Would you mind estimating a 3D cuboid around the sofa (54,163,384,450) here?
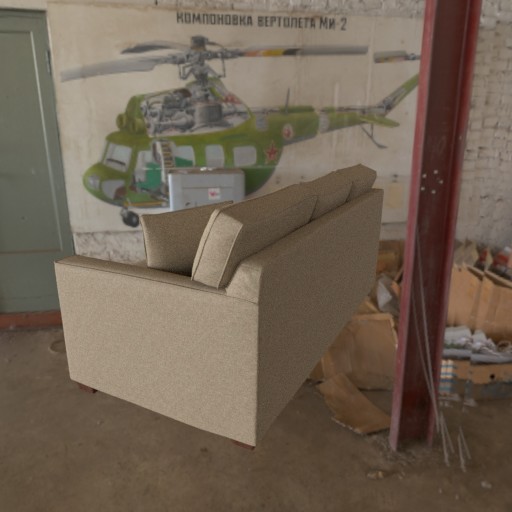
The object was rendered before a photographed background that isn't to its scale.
[{"bbox_3d":[0.000,0.000,2.579,1.034,0.946,1.963,8,19,26],"label":"sofa"}]
